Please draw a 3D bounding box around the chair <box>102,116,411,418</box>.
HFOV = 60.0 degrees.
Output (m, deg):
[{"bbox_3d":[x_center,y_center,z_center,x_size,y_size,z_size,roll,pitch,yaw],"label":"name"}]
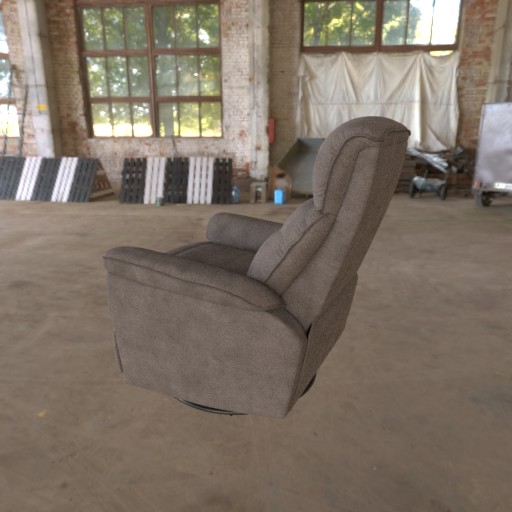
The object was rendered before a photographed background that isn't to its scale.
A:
[{"bbox_3d":[0.000,0.000,1.733,1.009,1.036,0.830,8,18,25],"label":"chair"}]
